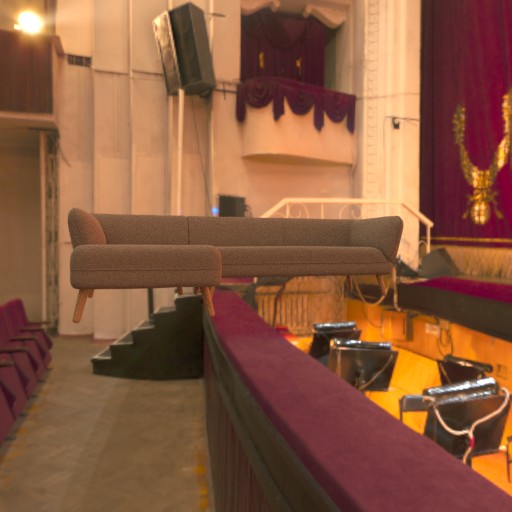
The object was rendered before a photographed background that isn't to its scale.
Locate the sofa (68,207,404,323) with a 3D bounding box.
[{"bbox_3d":[0.000,0.000,3.360,2.653,0.693,1.532,0,1,-17],"label":"sofa"}]
